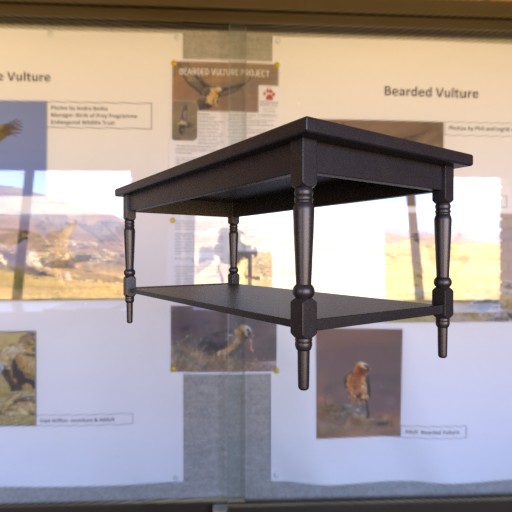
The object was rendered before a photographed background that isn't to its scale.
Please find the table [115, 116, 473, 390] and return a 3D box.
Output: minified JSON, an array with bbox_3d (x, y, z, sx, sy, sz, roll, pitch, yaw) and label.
[{"bbox_3d":[0.000,0.000,1.403,0.550,0.510,1.107,0,0,-35],"label":"table"}]
